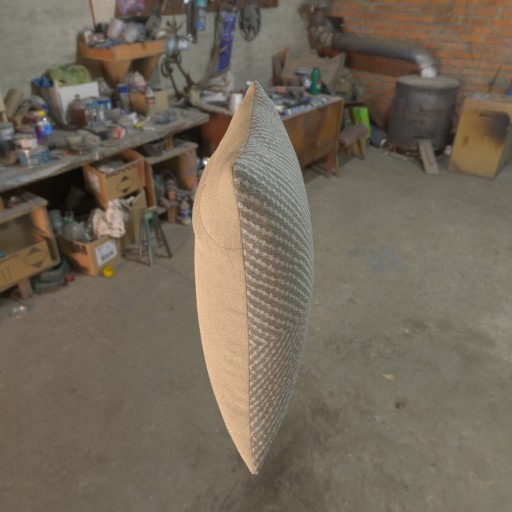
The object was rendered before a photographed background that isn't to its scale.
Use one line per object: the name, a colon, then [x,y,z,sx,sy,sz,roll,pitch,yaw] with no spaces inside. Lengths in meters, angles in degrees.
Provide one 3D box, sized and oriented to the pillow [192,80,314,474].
pillow: [0.000,0.000,0.708,0.181,0.458,0.459,1,31,2]
